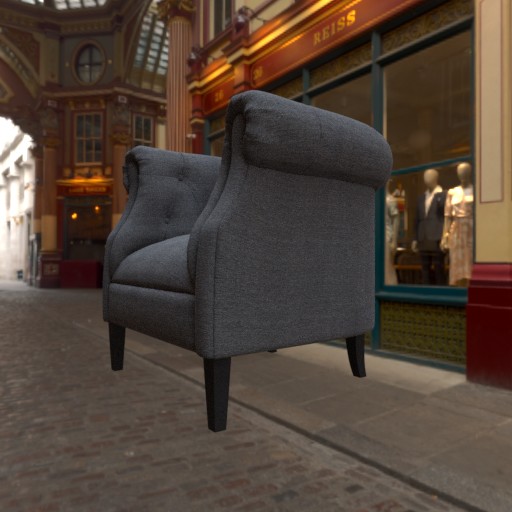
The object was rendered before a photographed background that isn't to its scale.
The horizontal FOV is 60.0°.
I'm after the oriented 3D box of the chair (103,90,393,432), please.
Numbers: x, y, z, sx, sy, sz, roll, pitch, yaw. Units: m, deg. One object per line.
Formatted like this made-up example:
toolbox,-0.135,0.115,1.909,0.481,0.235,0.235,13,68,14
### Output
chair,0.000,0.000,1.557,0.852,0.827,0.905,0,0,-37
